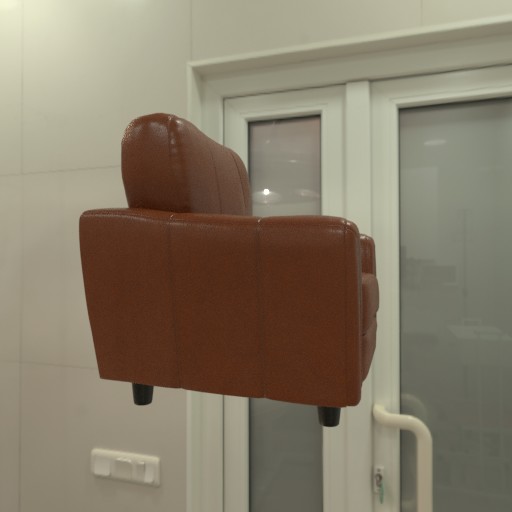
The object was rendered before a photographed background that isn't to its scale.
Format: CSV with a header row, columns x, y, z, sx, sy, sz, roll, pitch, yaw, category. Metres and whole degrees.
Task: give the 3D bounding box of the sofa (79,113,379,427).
x,y,z,sx,sy,sz,roll,pitch,yaw,category
0.000,0.000,1.502,0.789,0.876,0.836,0,-1,18,sofa
